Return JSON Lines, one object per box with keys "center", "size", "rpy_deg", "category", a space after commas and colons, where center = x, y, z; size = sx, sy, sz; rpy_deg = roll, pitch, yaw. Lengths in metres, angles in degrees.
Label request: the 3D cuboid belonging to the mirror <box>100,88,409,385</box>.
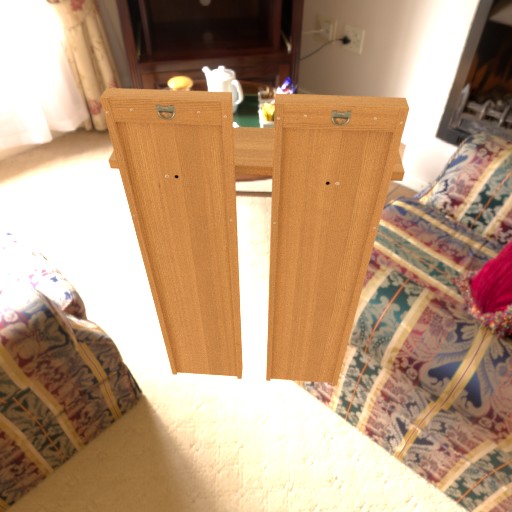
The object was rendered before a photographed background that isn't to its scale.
{"center": [0.000, 0.000, 1.542], "size": [0.800, 1.250, 0.260], "rpy_deg": [3, 45, 3], "category": "mirror"}
